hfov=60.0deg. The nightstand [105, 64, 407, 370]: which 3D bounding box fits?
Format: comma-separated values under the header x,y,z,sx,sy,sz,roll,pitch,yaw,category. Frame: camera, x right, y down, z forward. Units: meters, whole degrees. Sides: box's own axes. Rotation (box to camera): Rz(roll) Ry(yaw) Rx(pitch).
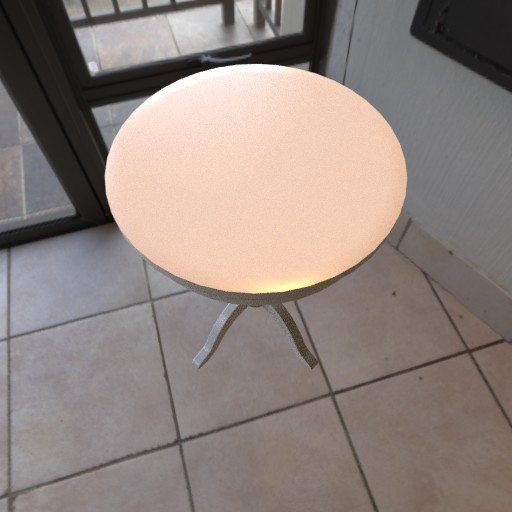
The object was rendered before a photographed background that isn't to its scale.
x,y,z,sx,sy,sz,roll,pitch,yaw,category
0.000,0.000,1.043,0.513,0.653,0.513,-31,64,-17,nightstand
